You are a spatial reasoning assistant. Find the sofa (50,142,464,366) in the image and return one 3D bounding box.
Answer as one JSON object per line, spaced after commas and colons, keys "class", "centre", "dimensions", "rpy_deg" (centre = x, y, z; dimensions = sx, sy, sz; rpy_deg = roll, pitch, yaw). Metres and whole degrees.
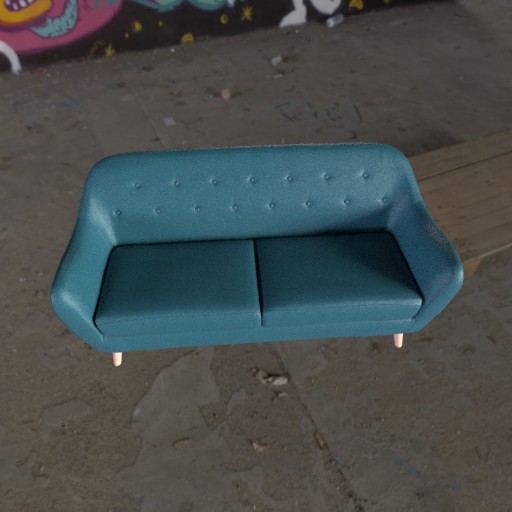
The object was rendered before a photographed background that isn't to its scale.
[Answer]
{"class": "sofa", "centre": [0.000, 0.000, 2.313], "dimensions": [1.840, 0.836, 0.820], "rpy_deg": [-3, 46, -3]}
